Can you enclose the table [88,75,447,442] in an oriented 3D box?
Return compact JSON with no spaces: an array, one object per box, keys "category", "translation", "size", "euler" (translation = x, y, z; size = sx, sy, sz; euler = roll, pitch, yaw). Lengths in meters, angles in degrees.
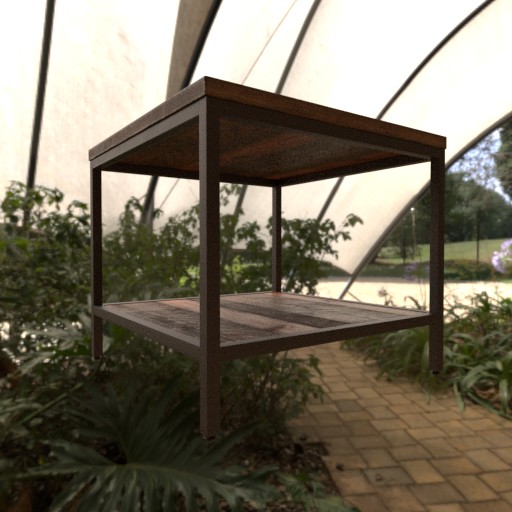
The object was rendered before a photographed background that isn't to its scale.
[{"category":"table","translation":[0.000,0.000,0.958],"size":[0.553,0.482,0.548],"euler":[-1,2,-36]}]
